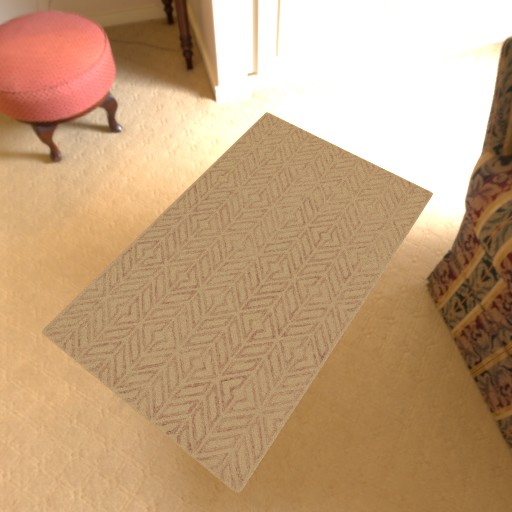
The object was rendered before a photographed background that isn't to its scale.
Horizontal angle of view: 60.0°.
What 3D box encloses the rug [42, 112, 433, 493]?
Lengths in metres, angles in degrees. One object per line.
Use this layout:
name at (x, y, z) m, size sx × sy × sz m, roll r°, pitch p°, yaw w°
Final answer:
rug at (0.000, 0.000, 3.017) m, size 1.523 × 0.008 × 2.438 m, roll 31°, pitch 64°, yaw 18°
